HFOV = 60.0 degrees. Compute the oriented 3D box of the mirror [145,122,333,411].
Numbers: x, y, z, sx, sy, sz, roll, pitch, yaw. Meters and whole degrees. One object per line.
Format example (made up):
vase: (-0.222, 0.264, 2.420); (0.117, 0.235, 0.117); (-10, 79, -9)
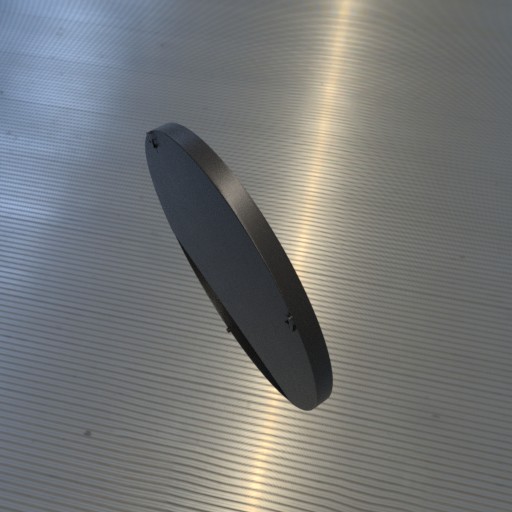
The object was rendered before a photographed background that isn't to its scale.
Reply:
mirror: (0.000, 0.000, 0.682); (0.133, 0.457, 0.457); (-30, 64, -16)
